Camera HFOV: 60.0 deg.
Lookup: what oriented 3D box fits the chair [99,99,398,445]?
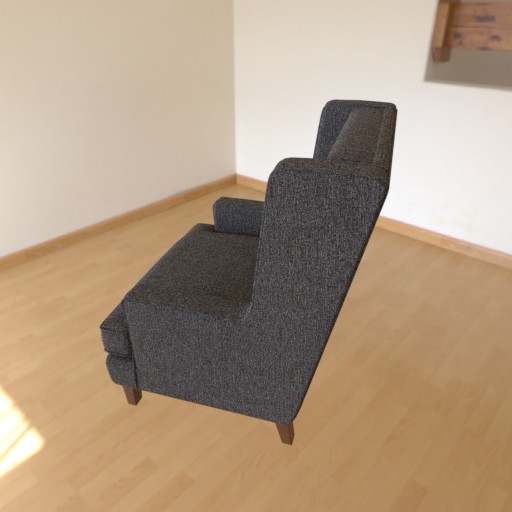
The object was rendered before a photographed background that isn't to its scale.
[{"bbox_3d":[0.000,0.000,1.790,0.927,1.082,0.942,8,31,14],"label":"chair"}]
